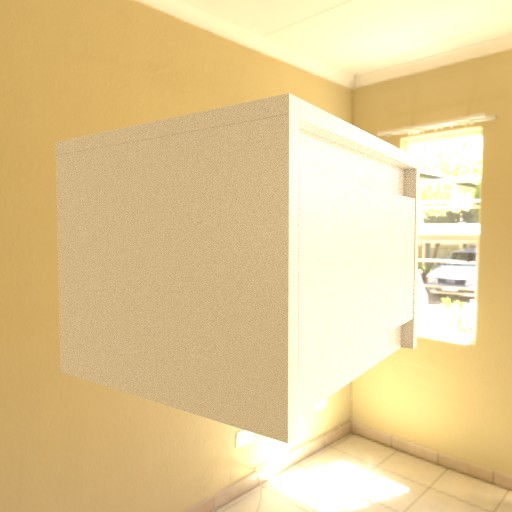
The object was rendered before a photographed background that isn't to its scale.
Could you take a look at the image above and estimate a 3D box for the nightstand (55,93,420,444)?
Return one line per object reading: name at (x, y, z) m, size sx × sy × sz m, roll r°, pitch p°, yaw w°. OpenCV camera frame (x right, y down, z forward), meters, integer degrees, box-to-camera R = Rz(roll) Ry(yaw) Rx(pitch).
nightstand at (0.000, 0.000, 0.750) m, size 0.408 × 0.351 × 0.470 m, roll 2°, pitch 4°, yaw 35°
